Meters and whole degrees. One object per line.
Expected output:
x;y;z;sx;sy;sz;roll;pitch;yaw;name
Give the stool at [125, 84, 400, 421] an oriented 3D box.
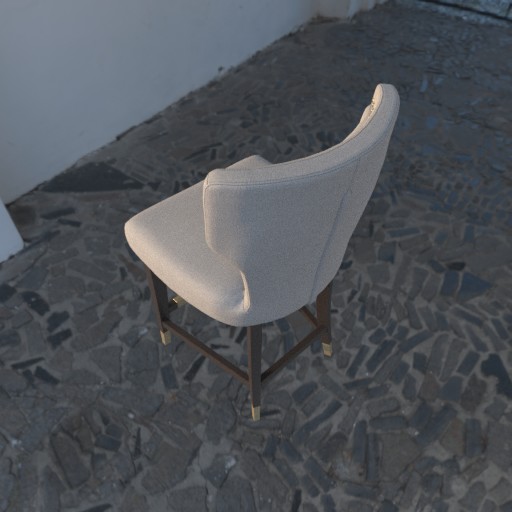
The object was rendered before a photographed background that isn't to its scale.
0.000;0.000;1.286;0.527;0.982;0.563;-33;55;-28;stool
